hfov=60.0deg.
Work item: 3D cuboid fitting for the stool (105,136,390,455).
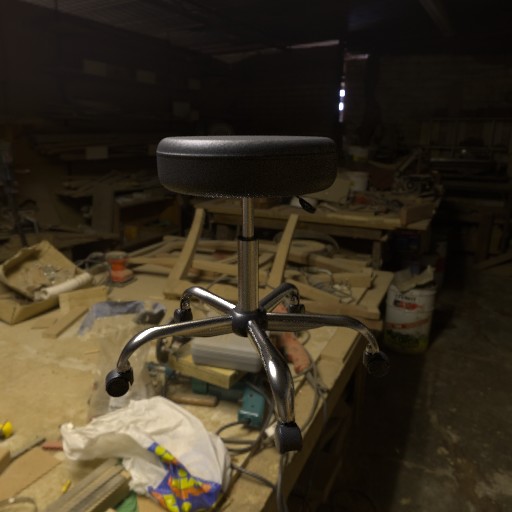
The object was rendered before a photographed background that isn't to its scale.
[{"bbox_3d":[0.000,0.000,1.109,0.673,0.576,0.638,8,18,26],"label":"stool"}]
